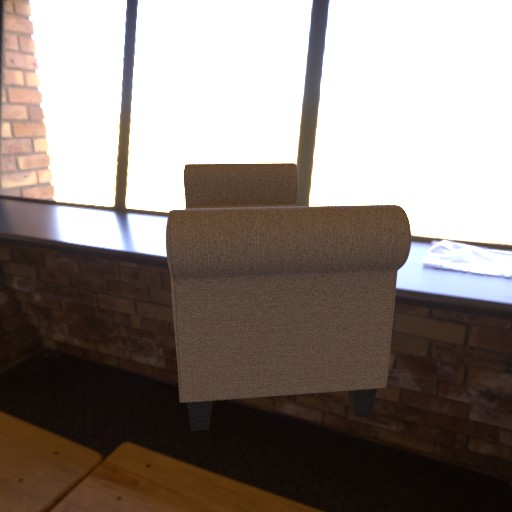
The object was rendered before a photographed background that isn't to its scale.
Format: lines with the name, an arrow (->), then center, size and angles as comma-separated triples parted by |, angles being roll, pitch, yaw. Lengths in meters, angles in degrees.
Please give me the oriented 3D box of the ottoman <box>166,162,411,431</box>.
ottoman -> 0.000, 0.000, 1.554 | 0.521, 0.547, 1.256 | -2, 17, -7
